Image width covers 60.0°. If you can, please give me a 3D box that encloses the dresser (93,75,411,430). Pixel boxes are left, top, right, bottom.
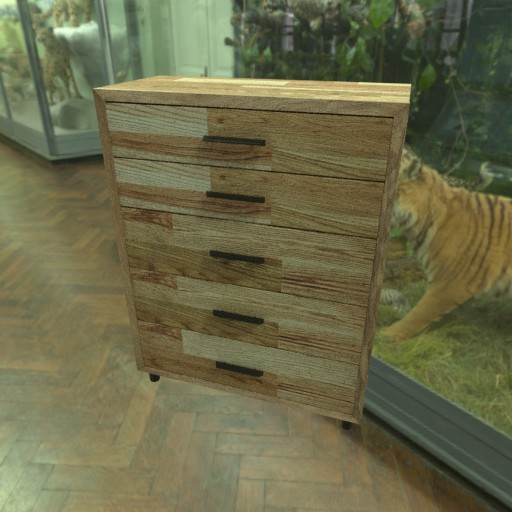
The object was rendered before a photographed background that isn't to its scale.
[{"bbox_3d":[0.000,0.000,1.733,0.966,1.243,0.480,9,29,16],"label":"dresser"}]
